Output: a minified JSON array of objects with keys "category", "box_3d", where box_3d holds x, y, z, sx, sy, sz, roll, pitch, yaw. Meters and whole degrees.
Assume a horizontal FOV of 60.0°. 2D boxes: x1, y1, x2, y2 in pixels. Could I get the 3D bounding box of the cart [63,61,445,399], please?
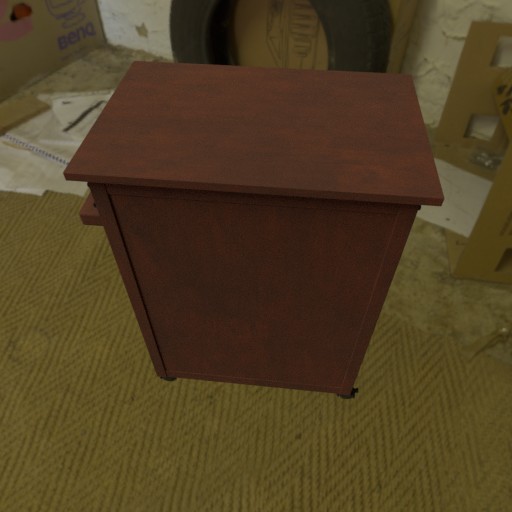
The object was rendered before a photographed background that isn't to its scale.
[{"category":"cart","box_3d":[0.000,0.000,1.236,0.683,0.864,0.442,5,48,4]}]
